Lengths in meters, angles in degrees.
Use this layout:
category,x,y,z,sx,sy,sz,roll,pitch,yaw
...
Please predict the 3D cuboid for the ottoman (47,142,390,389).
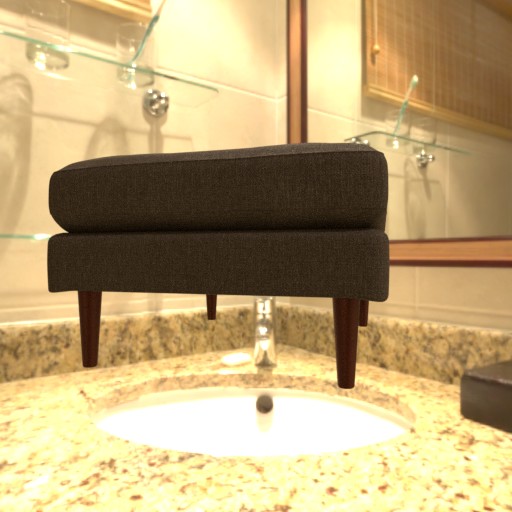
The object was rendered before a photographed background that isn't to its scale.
category,x,y,z,sx,sy,sz,roll,pitch,yaw
ottoman,0.000,0.000,1.219,0.693,0.474,0.821,0,0,16
